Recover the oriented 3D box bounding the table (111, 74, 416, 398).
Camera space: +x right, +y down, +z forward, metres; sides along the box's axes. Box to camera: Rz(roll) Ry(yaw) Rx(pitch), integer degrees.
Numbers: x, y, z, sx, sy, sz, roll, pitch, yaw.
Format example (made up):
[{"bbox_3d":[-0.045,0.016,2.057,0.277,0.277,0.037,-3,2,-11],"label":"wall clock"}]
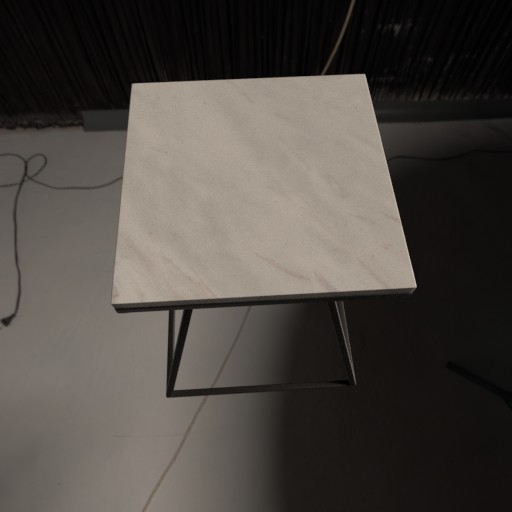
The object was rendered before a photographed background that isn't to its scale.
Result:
[{"bbox_3d":[0.000,0.000,0.924,0.455,0.559,0.455,-3,63,-2],"label":"table"}]
